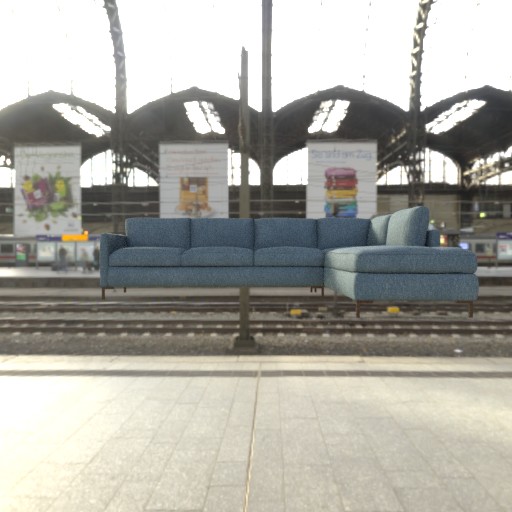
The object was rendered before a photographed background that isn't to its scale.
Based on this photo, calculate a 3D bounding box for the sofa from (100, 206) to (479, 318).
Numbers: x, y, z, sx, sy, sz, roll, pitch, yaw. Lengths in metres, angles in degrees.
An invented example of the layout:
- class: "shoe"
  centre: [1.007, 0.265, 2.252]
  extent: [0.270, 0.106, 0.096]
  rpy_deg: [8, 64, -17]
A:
- class: "sofa"
  centre: [0.000, 0.000, 3.898]
  extent: [2.949, 0.815, 2.007]
  rpy_deg: [0, 0, 0]
